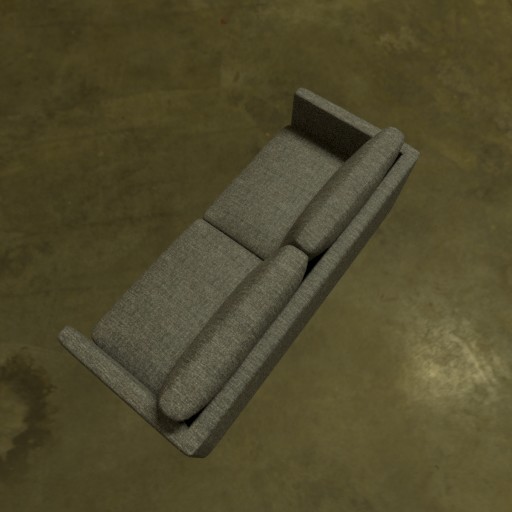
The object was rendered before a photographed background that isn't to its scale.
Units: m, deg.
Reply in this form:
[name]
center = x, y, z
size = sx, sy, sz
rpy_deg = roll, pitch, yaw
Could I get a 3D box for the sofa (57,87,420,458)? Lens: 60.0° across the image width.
[sofa]
center = 0.000, 0.000, 2.750
size = 0.948, 0.960, 2.208
rpy_deg = 35, 70, 15
